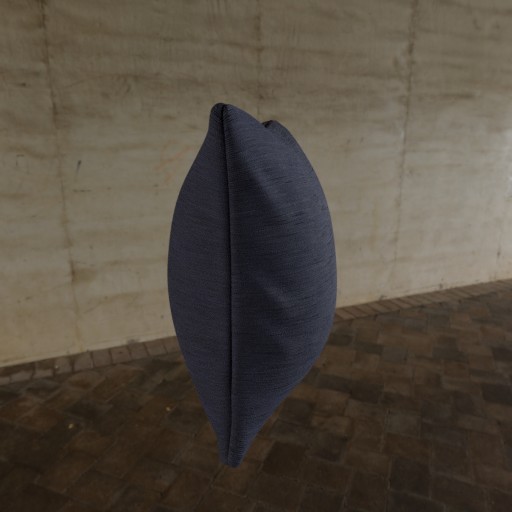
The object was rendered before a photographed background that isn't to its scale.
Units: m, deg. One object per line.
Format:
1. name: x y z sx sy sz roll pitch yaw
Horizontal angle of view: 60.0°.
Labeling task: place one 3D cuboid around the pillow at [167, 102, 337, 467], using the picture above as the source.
1. pillow: 0.000 0.000 0.675 0.246 0.414 0.432 2 15 9
